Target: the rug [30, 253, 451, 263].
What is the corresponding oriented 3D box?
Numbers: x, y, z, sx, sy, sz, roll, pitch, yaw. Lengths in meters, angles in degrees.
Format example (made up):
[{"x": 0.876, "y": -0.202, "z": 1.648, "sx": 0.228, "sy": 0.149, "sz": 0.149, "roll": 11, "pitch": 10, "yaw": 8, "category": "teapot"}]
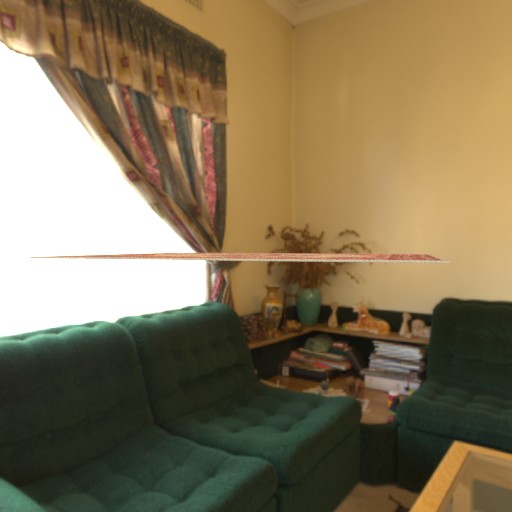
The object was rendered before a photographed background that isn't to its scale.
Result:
[{"x": 0.000, "y": 0.000, "z": 2.926, "sx": 2.232, "sy": 0.011, "sz": 1.555, "roll": 0, "pitch": 1, "yaw": 19, "category": "rug"}]
